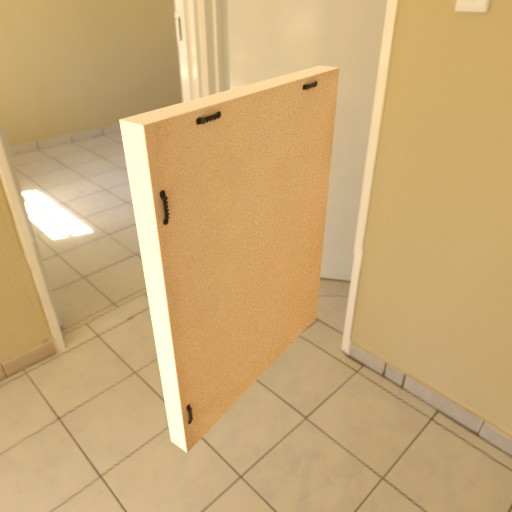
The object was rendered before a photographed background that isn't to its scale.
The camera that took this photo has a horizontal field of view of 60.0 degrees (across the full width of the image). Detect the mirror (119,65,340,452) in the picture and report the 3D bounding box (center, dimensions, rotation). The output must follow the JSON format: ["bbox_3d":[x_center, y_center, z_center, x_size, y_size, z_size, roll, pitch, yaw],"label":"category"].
[{"bbox_3d":[0.000,0.000,0.702,0.041,0.508,0.405,21,38,30],"label":"mirror"}]
